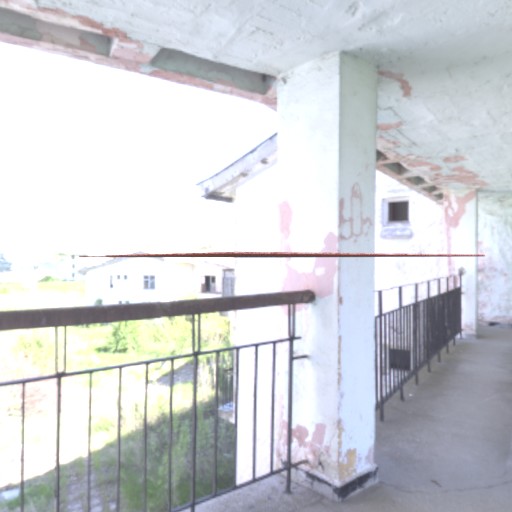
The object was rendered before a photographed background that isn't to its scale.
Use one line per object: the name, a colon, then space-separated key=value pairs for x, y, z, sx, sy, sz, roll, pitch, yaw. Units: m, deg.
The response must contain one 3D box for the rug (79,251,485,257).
rug: x=0.000 y=0.000 z=4.158 sx=2.441 sy=0.016 sz=3.050 roll=0 pitch=-1 yaw=-35
